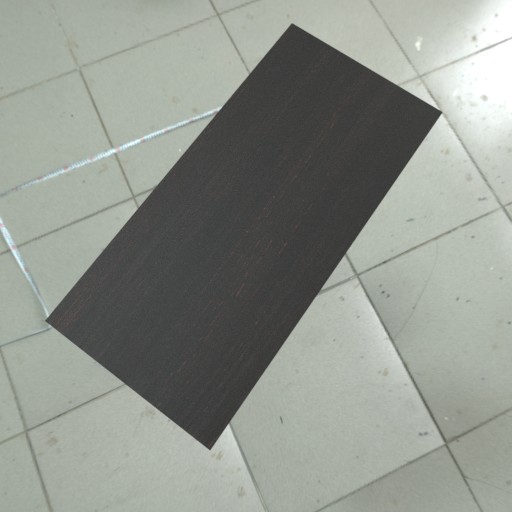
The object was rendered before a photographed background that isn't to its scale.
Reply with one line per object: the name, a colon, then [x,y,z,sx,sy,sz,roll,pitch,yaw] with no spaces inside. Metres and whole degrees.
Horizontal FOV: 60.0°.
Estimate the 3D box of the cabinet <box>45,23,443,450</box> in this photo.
cabinet: [0.000,0.000,1.443,0.451,0.860,0.950,35,78,8]
